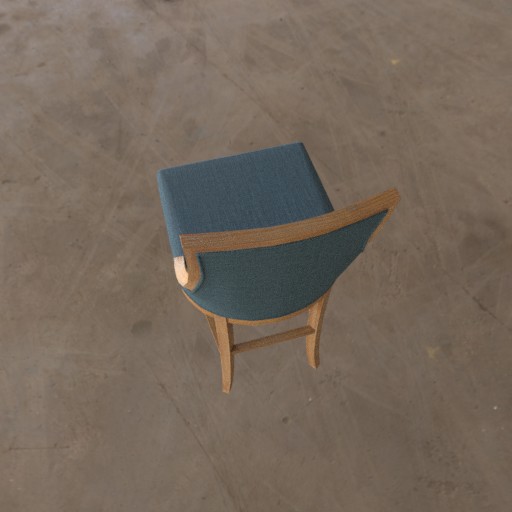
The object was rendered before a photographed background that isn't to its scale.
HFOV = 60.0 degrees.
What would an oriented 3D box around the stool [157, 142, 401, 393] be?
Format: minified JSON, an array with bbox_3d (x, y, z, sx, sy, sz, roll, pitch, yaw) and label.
[{"bbox_3d":[0.000,0.000,1.443,0.524,1.101,0.626,-13,59,-8],"label":"stool"}]
